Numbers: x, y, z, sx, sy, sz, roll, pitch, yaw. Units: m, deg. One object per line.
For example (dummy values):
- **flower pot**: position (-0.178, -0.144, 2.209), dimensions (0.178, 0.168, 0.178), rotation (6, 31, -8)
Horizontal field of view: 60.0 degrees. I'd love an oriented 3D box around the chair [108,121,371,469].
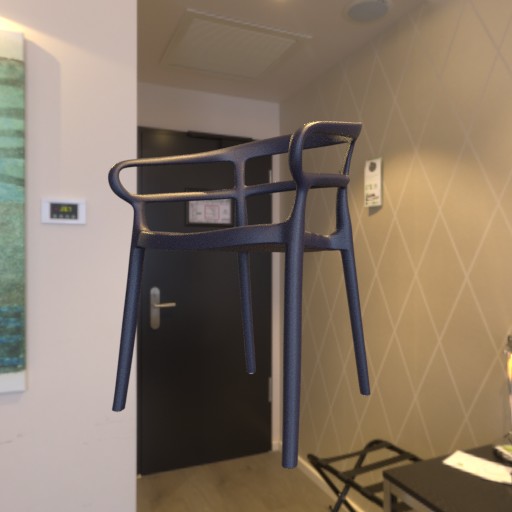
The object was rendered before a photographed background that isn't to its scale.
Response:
- **chair**: position (0.000, 0.000, 1.132), dimensions (0.559, 0.761, 0.527), rotation (0, 0, 36)
